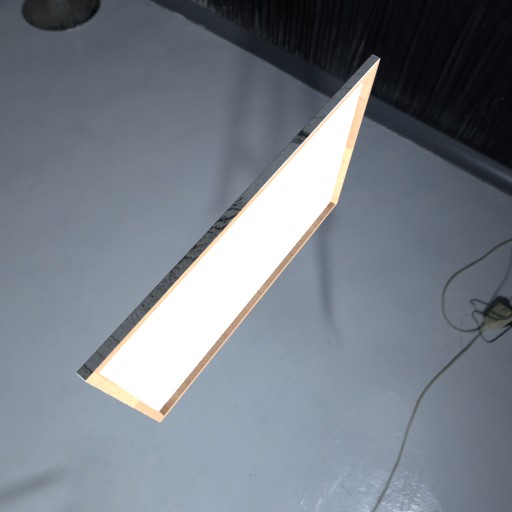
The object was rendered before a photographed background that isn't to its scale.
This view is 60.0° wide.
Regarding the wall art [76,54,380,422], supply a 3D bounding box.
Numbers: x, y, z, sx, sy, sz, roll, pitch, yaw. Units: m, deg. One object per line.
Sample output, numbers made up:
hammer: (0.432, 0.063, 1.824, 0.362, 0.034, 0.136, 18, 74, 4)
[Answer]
wall art: (0.000, 0.000, 1.132, 0.023, 0.607, 0.914, 34, 69, 16)
